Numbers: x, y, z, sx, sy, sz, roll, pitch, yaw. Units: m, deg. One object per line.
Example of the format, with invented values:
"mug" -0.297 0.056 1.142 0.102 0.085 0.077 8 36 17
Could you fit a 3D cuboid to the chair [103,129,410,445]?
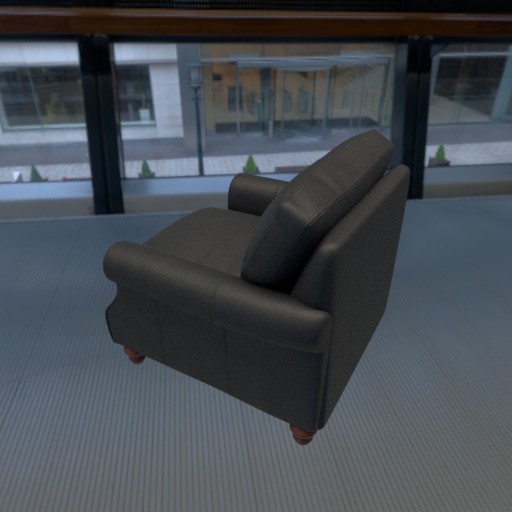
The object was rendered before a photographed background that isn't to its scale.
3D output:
"chair" 0.000 0.000 1.811 1.027 0.960 1.015 20 36 30
